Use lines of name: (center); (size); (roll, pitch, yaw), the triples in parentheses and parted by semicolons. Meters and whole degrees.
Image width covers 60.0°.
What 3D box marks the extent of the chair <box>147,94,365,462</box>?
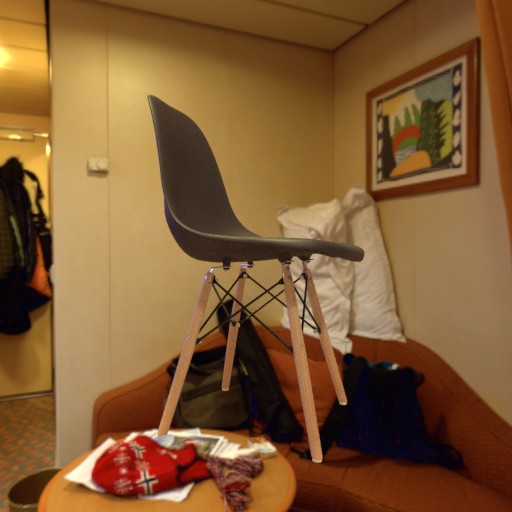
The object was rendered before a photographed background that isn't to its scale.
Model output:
chair: (0.000, 0.000, 1.125); (0.533, 0.825, 0.470); (0, 1, 19)
